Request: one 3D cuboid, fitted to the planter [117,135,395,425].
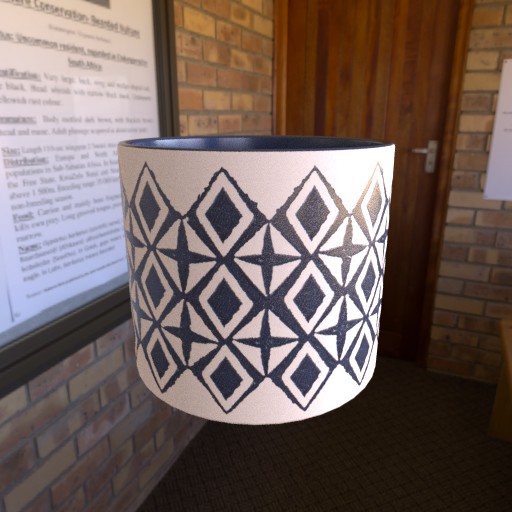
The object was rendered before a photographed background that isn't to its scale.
[{"bbox_3d":[0.000,0.000,0.325,0.182,0.165,0.182,0,17,0],"label":"planter"}]
